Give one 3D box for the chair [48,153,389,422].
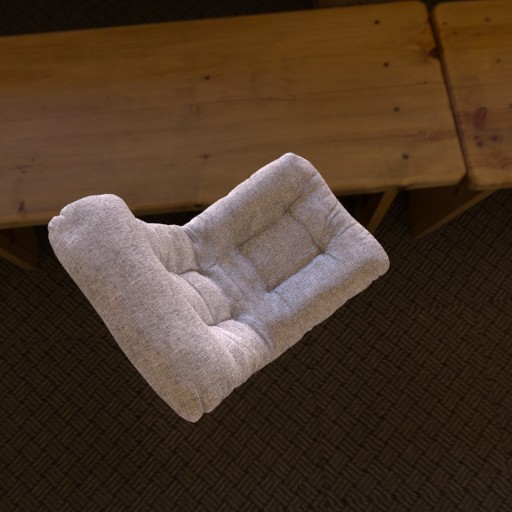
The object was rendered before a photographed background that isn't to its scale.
[{"bbox_3d":[0.000,0.000,0.967,0.583,0.600,0.400,-36,78,-9],"label":"chair"}]
